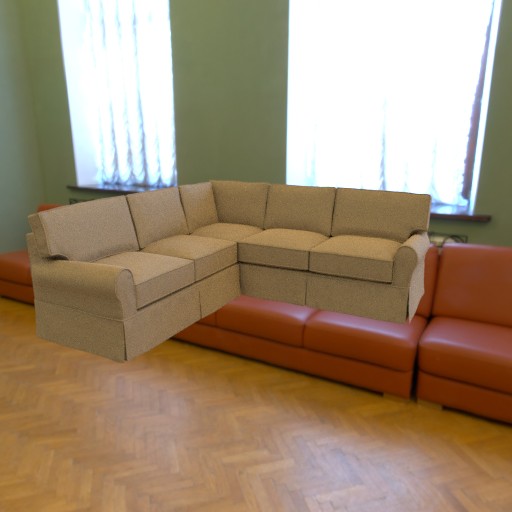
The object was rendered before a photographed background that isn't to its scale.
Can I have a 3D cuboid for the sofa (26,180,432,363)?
[{"bbox_3d":[0.000,0.000,4.079,2.733,1.124,2.730,7,16,26],"label":"sofa"}]
